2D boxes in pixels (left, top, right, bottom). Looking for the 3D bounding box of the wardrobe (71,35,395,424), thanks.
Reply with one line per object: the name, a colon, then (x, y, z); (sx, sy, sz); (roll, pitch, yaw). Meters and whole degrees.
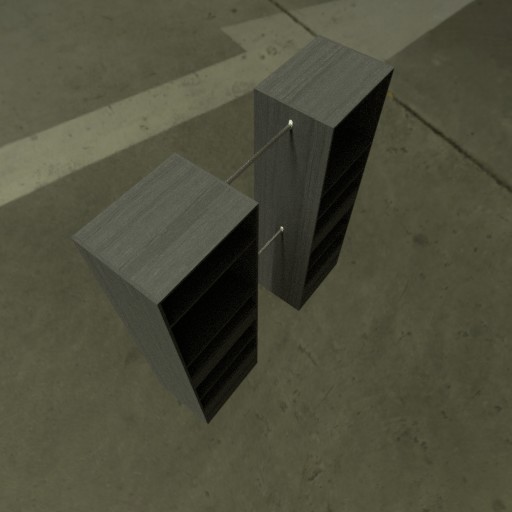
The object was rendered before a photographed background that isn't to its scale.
wardrobe: (0.000, 0.000, 2.894); (0.480, 2.000, 1.770); (33, 63, 19)
